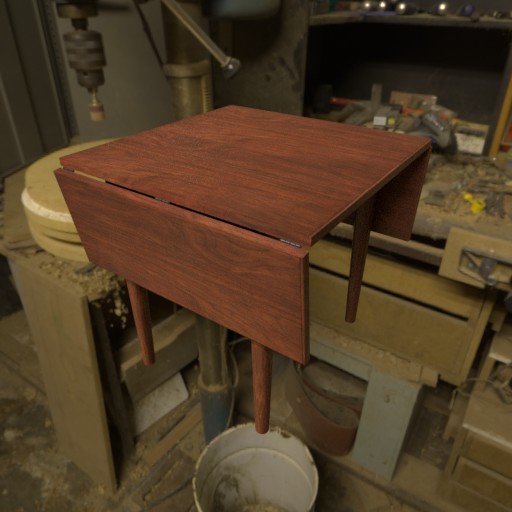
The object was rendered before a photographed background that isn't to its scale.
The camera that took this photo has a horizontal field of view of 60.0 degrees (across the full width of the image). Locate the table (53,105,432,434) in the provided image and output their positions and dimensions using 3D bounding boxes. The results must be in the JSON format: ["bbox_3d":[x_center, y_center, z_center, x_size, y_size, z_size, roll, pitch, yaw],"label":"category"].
[{"bbox_3d":[0.000,0.000,1.525,0.812,0.763,0.843,20,37,29],"label":"table"}]
